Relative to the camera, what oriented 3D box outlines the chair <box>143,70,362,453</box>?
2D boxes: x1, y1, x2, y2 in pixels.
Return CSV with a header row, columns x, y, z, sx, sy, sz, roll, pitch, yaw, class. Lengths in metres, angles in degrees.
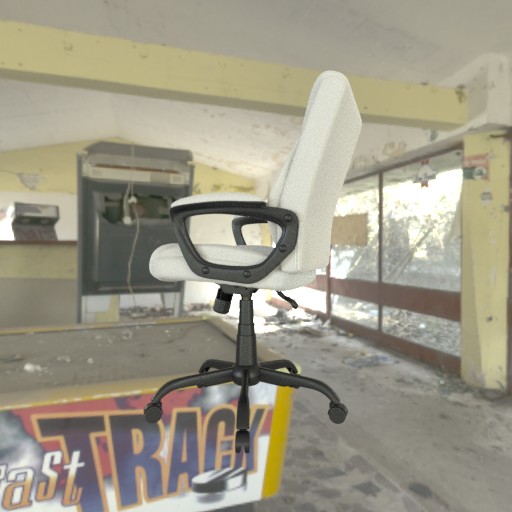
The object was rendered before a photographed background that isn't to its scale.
x,y,z,sx,sy,sz,roll,pitch,yaw,class
0.000,0.000,1.507,0.669,1.065,0.663,0,1,19,chair
